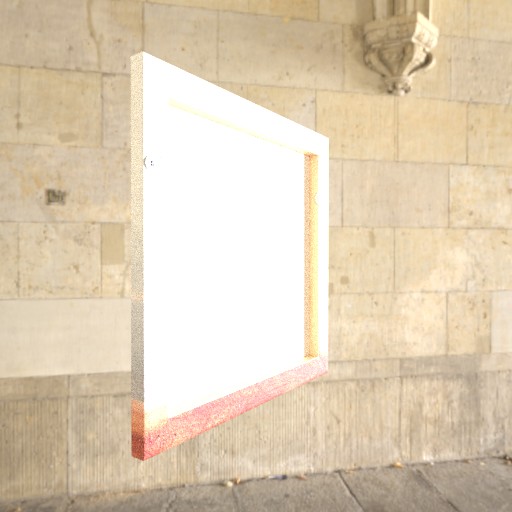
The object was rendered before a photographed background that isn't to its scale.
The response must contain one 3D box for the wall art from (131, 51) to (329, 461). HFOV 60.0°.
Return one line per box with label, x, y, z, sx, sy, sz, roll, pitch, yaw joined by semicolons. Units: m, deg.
wall art;0.000;0.000;1.139;0.042;0.760;0.760;0;0;36
